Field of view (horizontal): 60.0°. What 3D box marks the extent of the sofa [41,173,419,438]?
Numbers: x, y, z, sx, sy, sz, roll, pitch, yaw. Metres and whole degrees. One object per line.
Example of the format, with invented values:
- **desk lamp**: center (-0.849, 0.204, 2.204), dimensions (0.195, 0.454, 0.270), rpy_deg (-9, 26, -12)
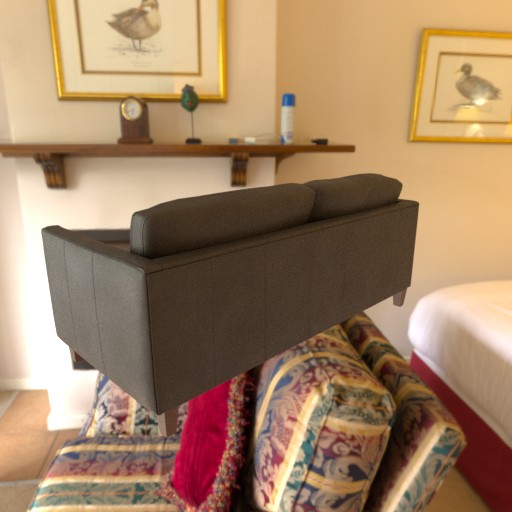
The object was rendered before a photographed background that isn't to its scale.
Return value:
- **sofa**: center (0.000, 0.000, 2.458), dimensions (0.933, 0.863, 1.971), rpy_deg (15, 22, 43)
